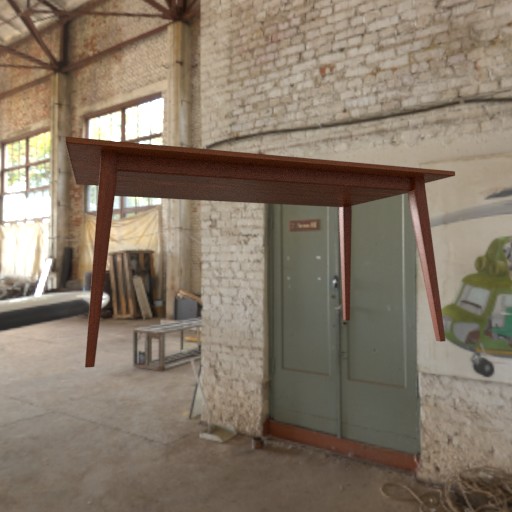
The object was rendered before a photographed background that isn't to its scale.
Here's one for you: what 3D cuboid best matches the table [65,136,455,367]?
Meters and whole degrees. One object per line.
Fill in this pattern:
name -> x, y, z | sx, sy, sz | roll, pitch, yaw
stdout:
table -> 0.000, 0.000, 2.088 | 1.609, 0.755, 0.811 | 0, -1, -20
